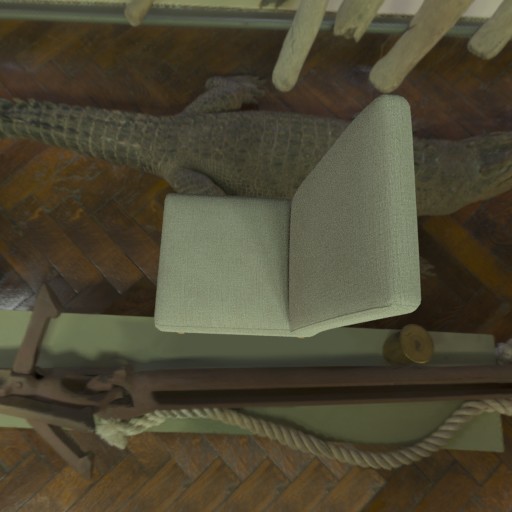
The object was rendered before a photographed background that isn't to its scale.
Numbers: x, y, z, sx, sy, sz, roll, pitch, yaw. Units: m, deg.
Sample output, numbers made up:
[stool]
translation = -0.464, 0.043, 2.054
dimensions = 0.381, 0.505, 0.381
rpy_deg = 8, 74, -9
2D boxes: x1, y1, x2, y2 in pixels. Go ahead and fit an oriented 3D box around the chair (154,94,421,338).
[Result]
[chair]
translation = 0.000, 0.000, 1.326
dimensions = 0.611, 1.033, 0.450
rpy_deg = 2, 76, 1
